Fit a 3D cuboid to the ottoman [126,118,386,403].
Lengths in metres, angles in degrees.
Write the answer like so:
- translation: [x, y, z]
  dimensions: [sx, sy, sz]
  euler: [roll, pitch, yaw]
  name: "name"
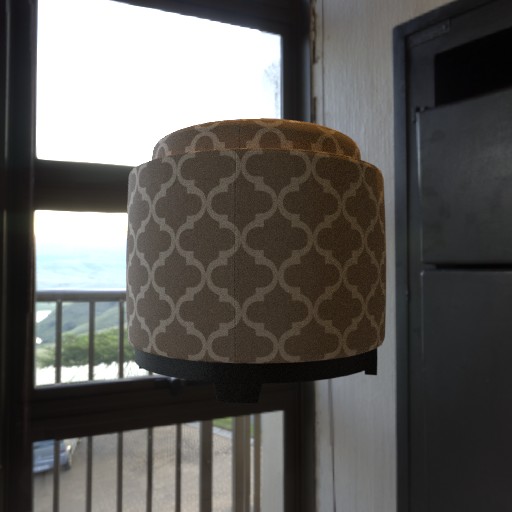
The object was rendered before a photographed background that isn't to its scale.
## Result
- translation: [0.000, 0.000, 0.852]
  dimensions: [0.480, 0.429, 0.480]
  euler: [0, -2, 0]
  name: "ottoman"
